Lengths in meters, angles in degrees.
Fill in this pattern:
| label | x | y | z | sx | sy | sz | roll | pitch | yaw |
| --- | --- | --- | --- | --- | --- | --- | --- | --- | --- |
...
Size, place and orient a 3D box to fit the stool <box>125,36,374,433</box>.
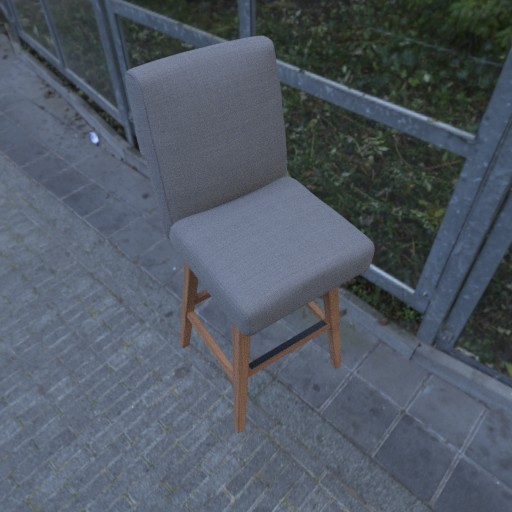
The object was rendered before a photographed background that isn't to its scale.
| label | x | y | z | sx | sy | sz | roll | pitch | yaw |
| --- | --- | --- | --- | --- | --- | --- | --- | --- | --- |
| stool | 0.000 | 0.000 | 1.399 | 0.483 | 1.112 | 0.570 | -26 | 52 | -23 |
